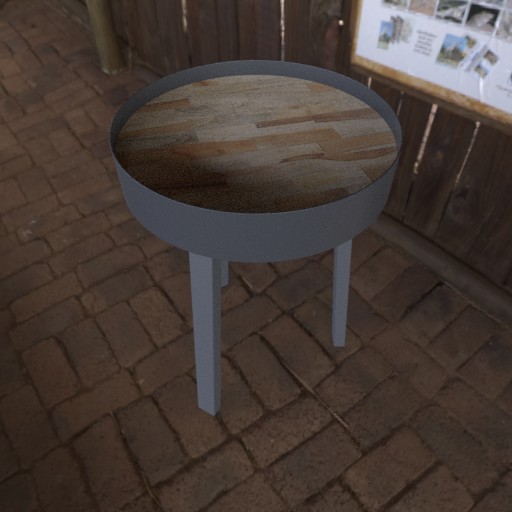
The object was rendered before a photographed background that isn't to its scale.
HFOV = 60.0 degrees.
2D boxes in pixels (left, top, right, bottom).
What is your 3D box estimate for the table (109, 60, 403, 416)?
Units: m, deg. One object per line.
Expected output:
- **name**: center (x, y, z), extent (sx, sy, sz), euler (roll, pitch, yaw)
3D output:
- **table**: center (0.000, 0.000, 0.830), extent (0.406, 0.559, 0.406), euler (0, 46, 0)
